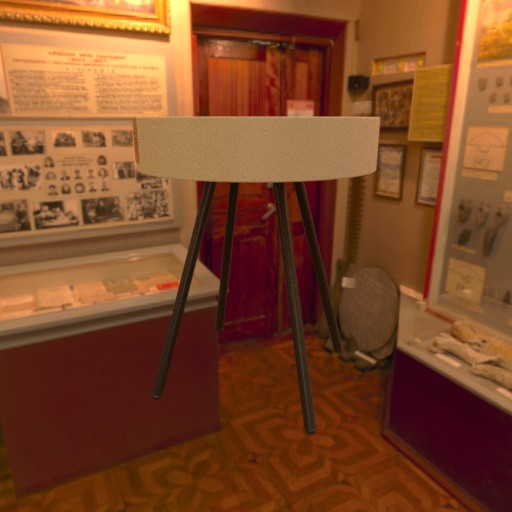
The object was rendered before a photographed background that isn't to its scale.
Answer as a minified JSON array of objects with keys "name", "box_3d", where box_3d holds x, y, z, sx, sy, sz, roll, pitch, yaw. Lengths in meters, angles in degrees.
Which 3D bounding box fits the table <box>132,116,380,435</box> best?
[{"name":"table","box_3d":[0.000,0.000,0.878,0.450,0.525,0.450,0,17,0]}]
